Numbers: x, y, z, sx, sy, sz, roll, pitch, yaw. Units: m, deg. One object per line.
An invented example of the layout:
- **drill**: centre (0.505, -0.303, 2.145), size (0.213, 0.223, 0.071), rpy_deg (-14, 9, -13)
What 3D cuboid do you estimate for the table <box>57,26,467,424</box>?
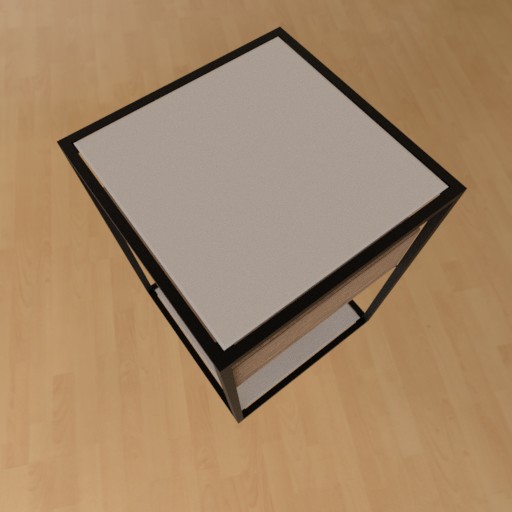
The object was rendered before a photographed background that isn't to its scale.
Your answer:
- **table**: centre (0.000, 0.000, 0.813), size (0.378, 0.540, 0.378), rpy_deg (-34, 69, -15)
